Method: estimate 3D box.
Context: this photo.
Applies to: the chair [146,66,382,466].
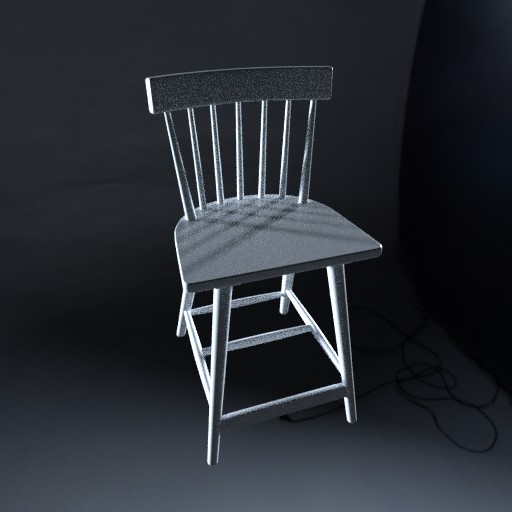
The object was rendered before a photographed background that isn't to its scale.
[{"bbox_3d":[0.000,0.000,1.259,0.483,0.952,0.572,-10,34,-15],"label":"chair"}]
